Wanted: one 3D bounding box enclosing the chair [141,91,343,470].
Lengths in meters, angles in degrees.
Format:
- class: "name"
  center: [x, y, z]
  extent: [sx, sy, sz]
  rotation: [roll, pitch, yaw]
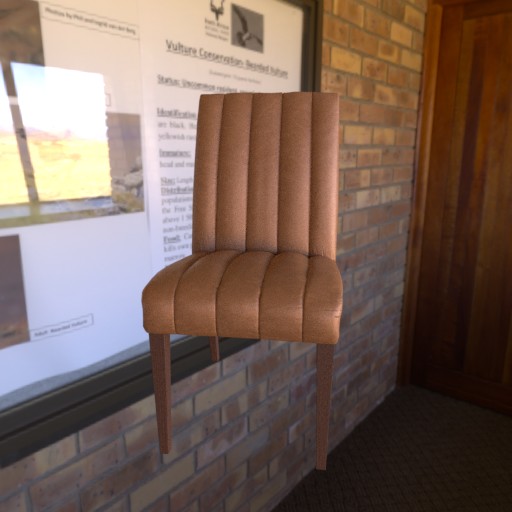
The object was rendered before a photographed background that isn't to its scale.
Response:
- class: "chair"
  center: [0.000, 0.000, 1.356]
  extent: [0.511, 1.016, 0.647]
  rotation: [2, 13, 8]
